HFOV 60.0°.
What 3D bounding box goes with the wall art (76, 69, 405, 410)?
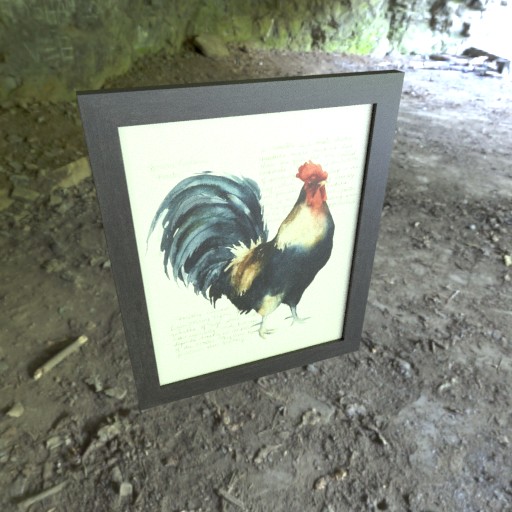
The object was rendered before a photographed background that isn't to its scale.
[{"bbox_3d":[0.000,0.000,0.776,0.479,0.580,0.027,-11,33,-17],"label":"wall art"}]
